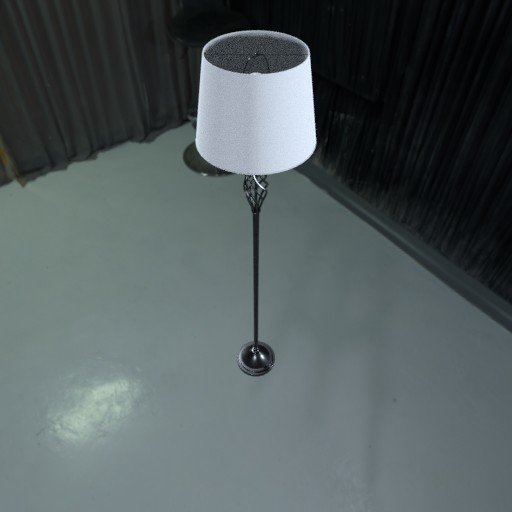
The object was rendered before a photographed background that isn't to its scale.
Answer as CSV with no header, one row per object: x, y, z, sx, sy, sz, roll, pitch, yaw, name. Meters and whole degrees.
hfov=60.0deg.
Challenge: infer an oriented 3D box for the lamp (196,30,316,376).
0.000,0.000,1.791,0.379,1.623,0.379,0,47,0,lamp
